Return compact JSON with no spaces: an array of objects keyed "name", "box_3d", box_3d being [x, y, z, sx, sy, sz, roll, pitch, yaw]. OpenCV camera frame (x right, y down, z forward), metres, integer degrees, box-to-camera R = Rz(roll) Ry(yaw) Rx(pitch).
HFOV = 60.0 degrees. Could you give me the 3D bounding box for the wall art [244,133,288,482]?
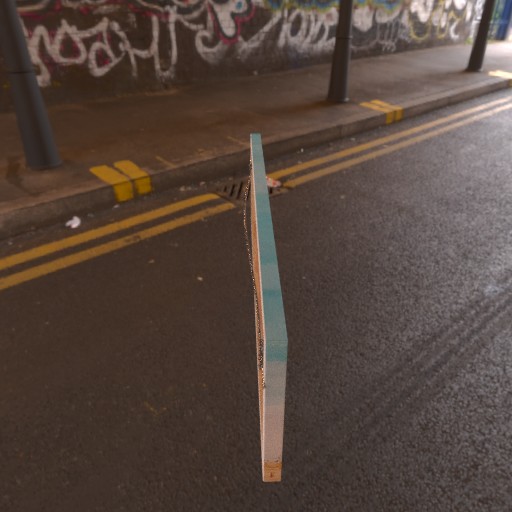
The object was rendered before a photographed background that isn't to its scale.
[{"name":"wall art","box_3d":[0.000,0.000,0.852,0.044,0.254,0.759,-1,32,-1]}]
